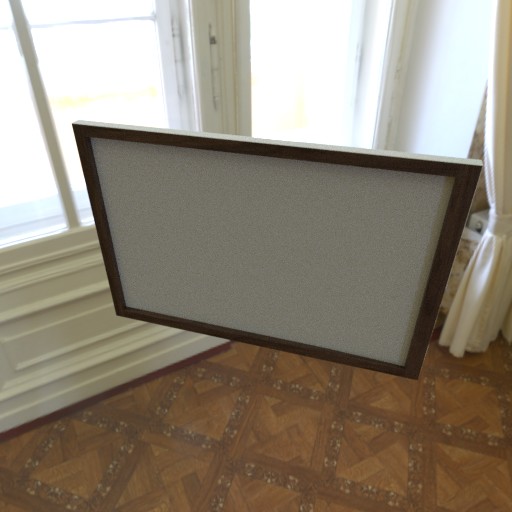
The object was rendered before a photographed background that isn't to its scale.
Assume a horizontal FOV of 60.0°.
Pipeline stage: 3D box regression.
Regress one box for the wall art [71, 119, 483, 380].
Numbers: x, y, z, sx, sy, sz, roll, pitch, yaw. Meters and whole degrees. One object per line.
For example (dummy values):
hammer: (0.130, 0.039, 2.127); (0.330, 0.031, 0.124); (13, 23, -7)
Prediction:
wall art: (0.000, 0.000, 1.888); (1.520, 1.016, 0.051); (9, 35, 14)
